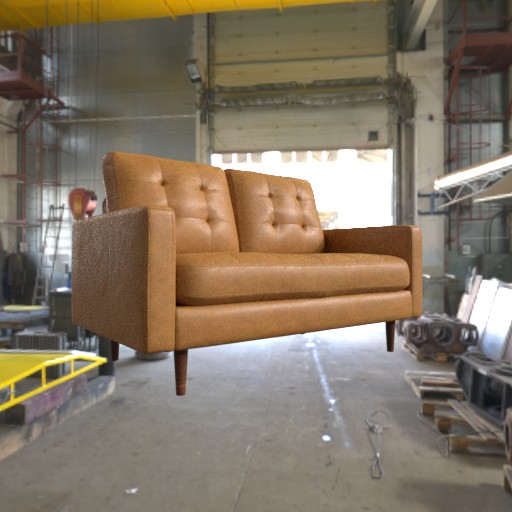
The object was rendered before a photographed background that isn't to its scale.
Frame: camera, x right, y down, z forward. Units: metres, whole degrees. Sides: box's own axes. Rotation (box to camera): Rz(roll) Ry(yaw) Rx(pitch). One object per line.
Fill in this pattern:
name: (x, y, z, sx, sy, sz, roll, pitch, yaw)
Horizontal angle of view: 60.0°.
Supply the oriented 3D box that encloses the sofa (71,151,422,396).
sofa: (0.000, 0.000, 2.017, 1.430, 0.898, 0.868, 0, 0, -37)
